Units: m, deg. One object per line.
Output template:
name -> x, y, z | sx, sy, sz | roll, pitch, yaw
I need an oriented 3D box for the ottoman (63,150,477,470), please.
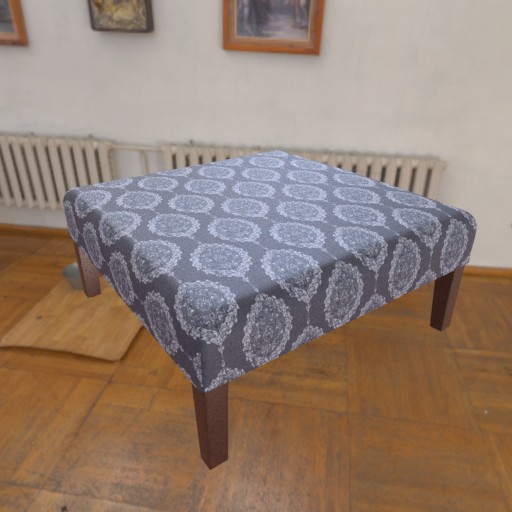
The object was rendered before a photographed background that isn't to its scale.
ottoman -> 0.000, 0.000, 1.382 | 0.889, 0.409, 0.890 | -18, 33, -31
